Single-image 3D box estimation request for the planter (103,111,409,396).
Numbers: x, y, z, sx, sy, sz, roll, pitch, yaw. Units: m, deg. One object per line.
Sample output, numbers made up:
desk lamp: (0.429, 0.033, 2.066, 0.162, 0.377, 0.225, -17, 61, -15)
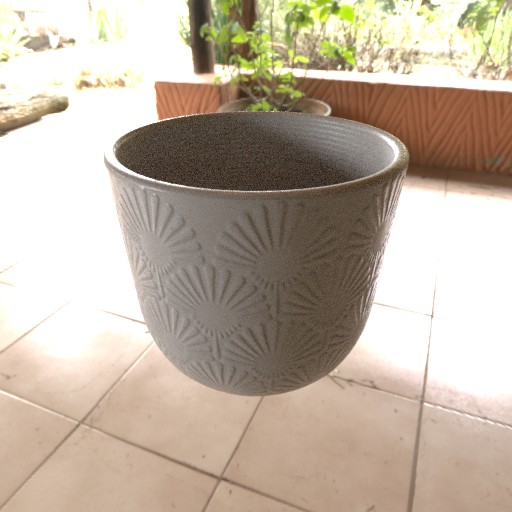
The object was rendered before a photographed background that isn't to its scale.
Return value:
planter: (0.000, 0.000, 0.292, 0.170, 0.152, 0.170, 0, 29, 0)
